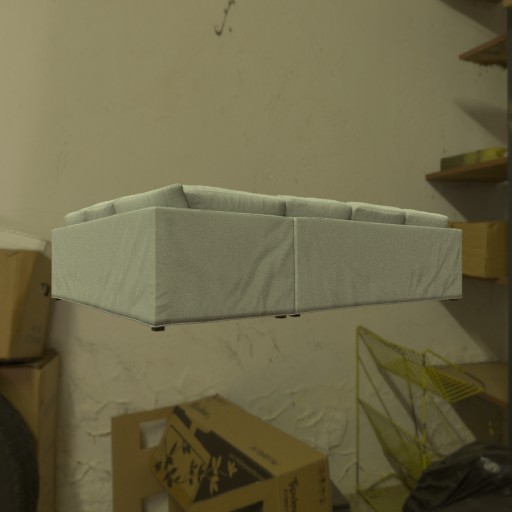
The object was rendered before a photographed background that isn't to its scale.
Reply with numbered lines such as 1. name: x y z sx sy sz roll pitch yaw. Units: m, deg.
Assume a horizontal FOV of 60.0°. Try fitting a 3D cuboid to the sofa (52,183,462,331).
1. sofa: 0.000 0.000 4.295 3.182 0.871 2.432 0 -1 -37
